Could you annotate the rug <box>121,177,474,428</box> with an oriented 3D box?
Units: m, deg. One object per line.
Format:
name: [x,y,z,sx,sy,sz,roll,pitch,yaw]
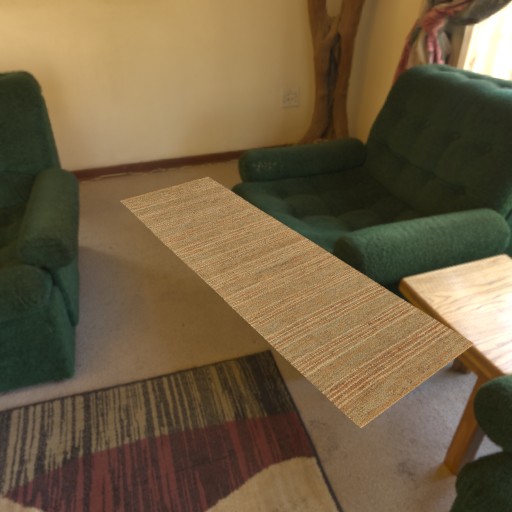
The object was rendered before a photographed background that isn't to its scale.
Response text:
rug: [0.000,0.000,2.729,0.783,0.006,2.438,-22,39,-29]
